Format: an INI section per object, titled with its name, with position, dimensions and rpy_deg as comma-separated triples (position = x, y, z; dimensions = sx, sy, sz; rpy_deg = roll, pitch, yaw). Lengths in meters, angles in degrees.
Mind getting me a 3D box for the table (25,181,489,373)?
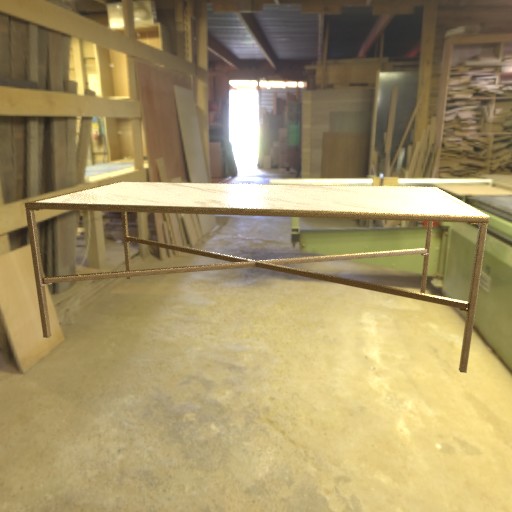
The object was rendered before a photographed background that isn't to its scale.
[table]
position = 0.000, 0.000, 1.450
dimensions = 1.197, 0.405, 0.577
rpy_deg = 3, 16, 9
